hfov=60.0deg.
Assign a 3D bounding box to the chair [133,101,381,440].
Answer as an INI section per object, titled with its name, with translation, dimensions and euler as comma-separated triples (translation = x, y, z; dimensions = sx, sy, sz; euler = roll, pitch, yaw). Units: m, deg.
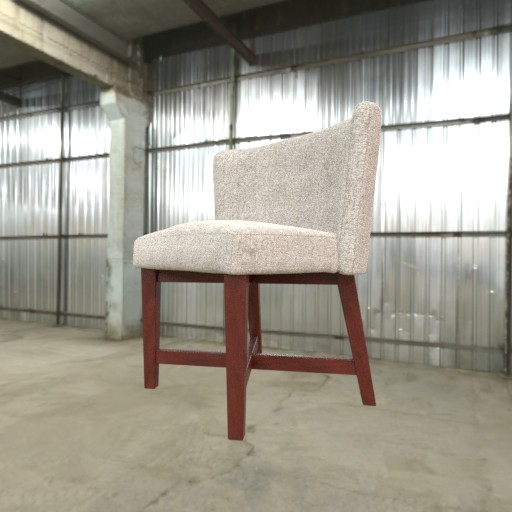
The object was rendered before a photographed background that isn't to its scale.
[chair]
translation = 0.000, 0.000, 1.324
dimensions = 0.575, 0.827, 0.728
euler = 0, 0, -37
